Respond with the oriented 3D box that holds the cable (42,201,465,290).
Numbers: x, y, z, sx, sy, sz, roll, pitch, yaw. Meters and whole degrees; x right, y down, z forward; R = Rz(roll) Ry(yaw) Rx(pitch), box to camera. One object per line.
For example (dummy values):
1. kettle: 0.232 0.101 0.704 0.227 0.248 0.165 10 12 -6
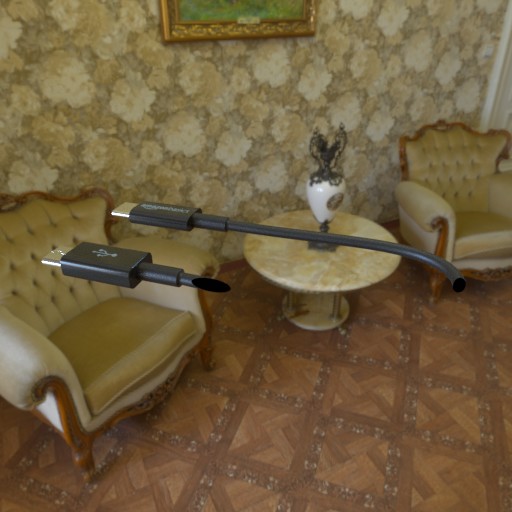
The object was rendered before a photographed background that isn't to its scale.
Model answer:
1. cable: 0.000 0.000 0.112 0.098 0.006 0.040 9 31 16
